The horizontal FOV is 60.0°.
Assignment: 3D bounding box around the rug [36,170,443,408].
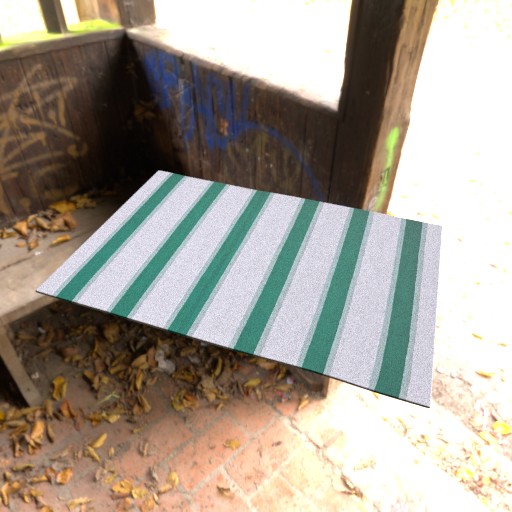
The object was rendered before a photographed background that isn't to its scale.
[{"bbox_3d":[0.000,0.000,2.333,1.829,0.012,1.210,13,43,15],"label":"rug"}]
